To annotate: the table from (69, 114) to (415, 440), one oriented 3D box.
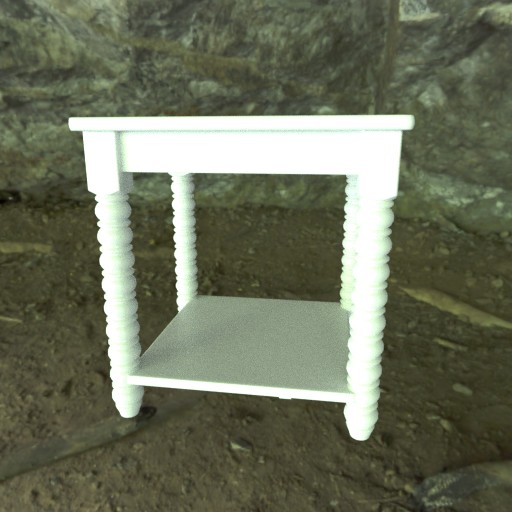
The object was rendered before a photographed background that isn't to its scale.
[{"bbox_3d":[0.000,0.000,0.972,0.533,0.563,0.500,2,15,8],"label":"table"}]
